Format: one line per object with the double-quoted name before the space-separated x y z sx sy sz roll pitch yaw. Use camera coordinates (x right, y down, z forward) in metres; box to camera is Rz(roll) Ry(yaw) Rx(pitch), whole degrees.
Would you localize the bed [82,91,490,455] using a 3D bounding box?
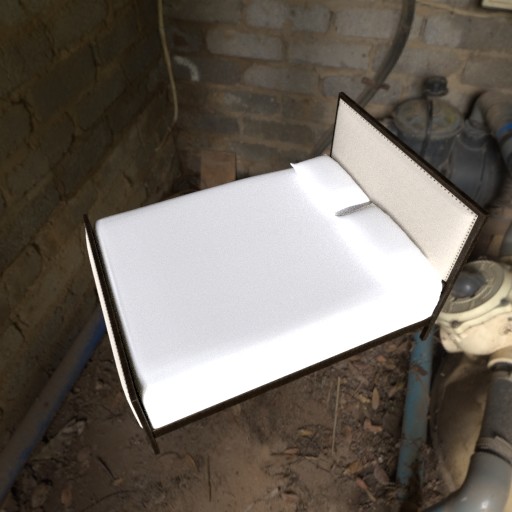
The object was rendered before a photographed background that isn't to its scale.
"bed" 0.000 0.000 3.205 2.221 1.313 1.607 -18 49 -16
